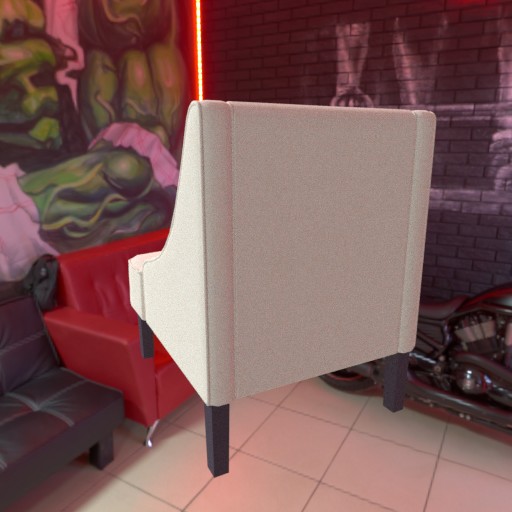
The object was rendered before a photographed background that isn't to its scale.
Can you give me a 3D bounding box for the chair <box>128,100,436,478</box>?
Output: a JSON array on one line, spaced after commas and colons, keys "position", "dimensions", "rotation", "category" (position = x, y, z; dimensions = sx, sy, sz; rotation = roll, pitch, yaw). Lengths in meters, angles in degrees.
[{"position": [0.000, 0.000, 1.457], "dimensions": [0.689, 0.886, 0.806], "rotation": [-7, 16, -27], "category": "chair"}]
